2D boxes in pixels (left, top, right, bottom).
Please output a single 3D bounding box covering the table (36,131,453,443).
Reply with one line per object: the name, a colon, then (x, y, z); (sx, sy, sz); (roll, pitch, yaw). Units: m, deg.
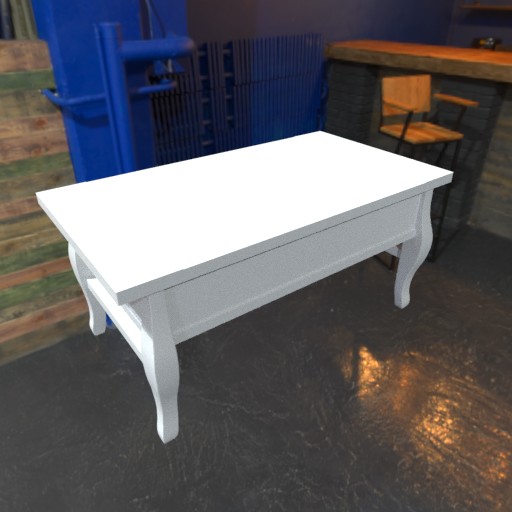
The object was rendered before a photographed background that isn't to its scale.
table: (0.000, 0.000, 1.403); (1.062, 0.495, 0.600); (-21, 36, -31)
